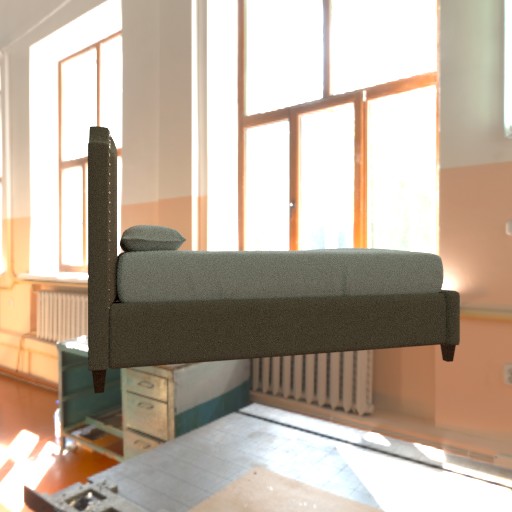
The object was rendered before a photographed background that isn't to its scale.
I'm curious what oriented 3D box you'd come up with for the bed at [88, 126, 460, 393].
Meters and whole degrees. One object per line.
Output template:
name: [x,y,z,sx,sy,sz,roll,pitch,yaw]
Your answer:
bed: [0.000,0.000,3.404,2.329,1.415,1.703,0,0,-18]
